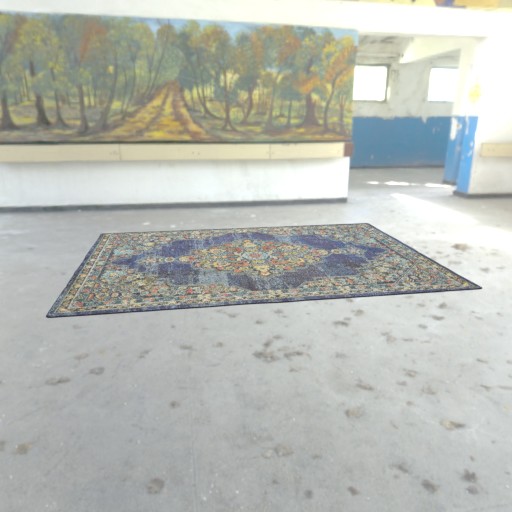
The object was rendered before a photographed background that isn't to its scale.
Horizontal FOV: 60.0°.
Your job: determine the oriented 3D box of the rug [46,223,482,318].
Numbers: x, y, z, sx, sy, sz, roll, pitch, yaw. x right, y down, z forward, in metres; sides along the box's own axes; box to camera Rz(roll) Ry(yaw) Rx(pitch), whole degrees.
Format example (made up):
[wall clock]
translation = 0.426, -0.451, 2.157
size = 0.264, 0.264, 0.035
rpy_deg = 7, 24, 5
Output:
[rug]
translation = 0.000, 0.000, 3.875
size = 2.940, 0.011, 2.053
rpy_deg = -3, 18, -9
